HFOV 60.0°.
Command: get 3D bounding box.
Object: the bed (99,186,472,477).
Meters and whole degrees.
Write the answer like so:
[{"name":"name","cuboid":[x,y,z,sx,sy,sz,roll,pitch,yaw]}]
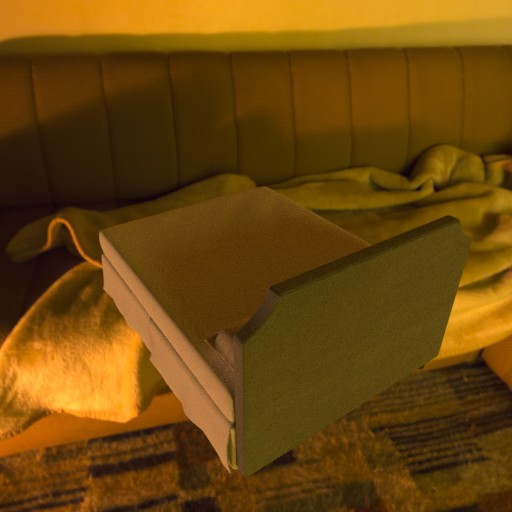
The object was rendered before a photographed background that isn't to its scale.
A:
[{"name":"bed","cuboid":[0.000,0.000,3.600,1.977,1.306,2.464,-20,37,-29]}]
